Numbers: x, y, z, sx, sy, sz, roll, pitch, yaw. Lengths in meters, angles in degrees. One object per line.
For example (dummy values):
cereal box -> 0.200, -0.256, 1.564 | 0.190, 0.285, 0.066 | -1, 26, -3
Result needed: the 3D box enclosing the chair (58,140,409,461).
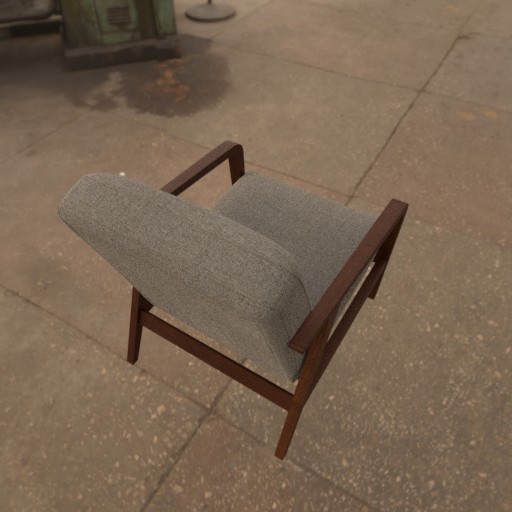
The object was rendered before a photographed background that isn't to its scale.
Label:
chair -> 0.000, 0.000, 1.434 | 0.704, 0.847, 0.858 | 25, 51, 22
